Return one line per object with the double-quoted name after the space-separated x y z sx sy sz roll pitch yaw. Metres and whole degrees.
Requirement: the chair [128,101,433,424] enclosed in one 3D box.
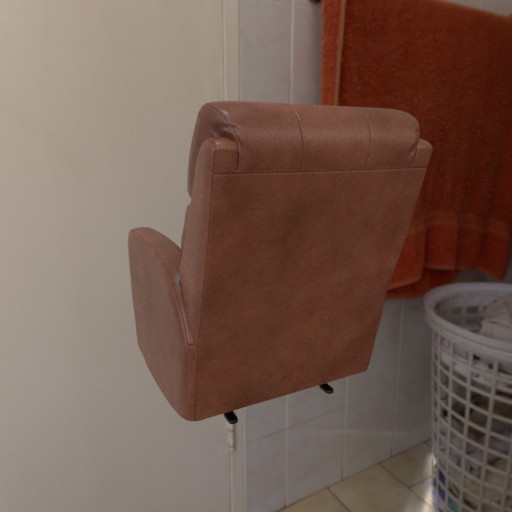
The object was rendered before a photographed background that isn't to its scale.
0.000 0.000 1.655 0.787 1.016 0.939 -7 16 -27 "chair"
